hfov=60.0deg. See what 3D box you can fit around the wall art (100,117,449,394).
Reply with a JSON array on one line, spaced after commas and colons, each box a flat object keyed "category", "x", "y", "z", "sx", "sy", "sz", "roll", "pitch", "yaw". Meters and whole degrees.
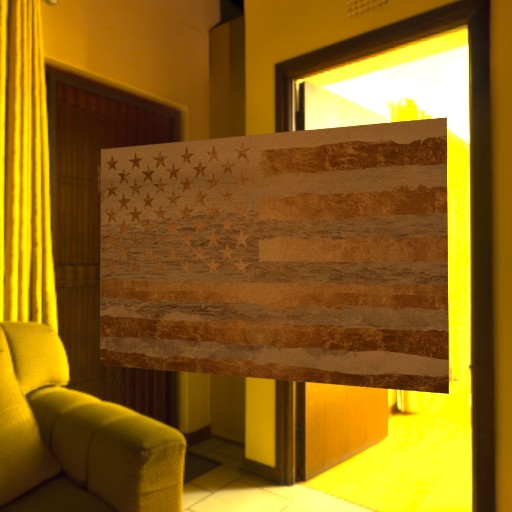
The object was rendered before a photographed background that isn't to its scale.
[{"category": "wall art", "x": 0.000, "y": 0.000, "z": 0.762, "sx": 0.606, "sy": 0.407, "sz": 0.041, "roll": 0, "pitch": -1, "yaw": 18}]
